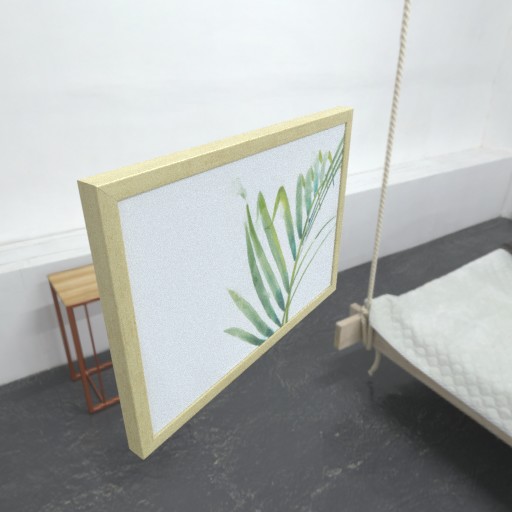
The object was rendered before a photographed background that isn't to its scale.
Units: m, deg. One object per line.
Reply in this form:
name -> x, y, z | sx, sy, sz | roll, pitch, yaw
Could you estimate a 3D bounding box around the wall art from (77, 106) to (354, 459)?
wall art -> 0.000, 0.000, 0.696 | 0.032, 0.381, 0.533 | 20, 34, 32
